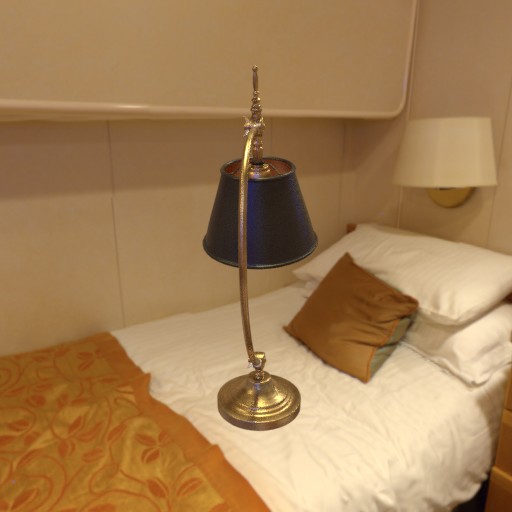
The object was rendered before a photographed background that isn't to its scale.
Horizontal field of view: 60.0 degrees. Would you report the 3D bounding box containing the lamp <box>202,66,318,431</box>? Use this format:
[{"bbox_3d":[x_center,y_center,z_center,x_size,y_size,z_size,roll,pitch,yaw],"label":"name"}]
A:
[{"bbox_3d":[0.000,0.000,0.853,0.235,0.675,0.344,2,17,8],"label":"lamp"}]
